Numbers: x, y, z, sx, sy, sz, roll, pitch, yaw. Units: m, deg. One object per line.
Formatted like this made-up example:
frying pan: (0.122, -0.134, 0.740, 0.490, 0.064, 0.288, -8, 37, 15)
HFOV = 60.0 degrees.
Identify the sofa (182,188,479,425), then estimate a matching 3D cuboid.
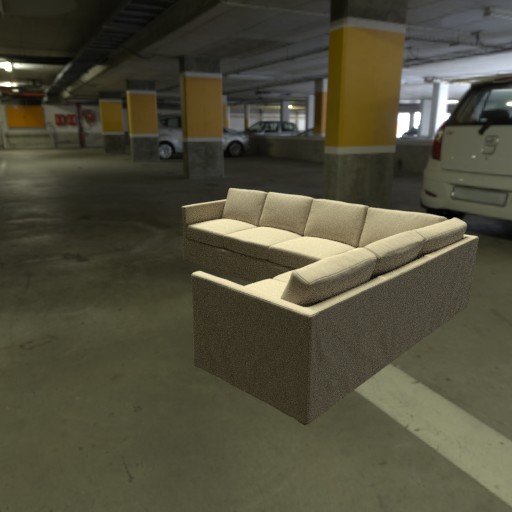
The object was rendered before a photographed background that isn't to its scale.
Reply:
sofa: (0.000, 0.000, 4.226, 3.182, 0.871, 2.432, 16, 22, 43)
